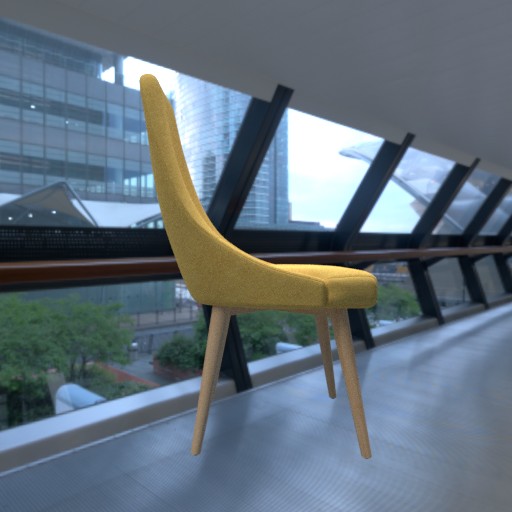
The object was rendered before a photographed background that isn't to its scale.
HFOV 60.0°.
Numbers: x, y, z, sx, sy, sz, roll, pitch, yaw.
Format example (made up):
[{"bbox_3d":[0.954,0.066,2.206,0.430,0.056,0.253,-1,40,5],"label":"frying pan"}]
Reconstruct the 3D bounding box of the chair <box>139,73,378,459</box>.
[{"bbox_3d":[0.000,0.000,1.366,0.660,1.040,0.510,0,1,-1],"label":"chair"}]
